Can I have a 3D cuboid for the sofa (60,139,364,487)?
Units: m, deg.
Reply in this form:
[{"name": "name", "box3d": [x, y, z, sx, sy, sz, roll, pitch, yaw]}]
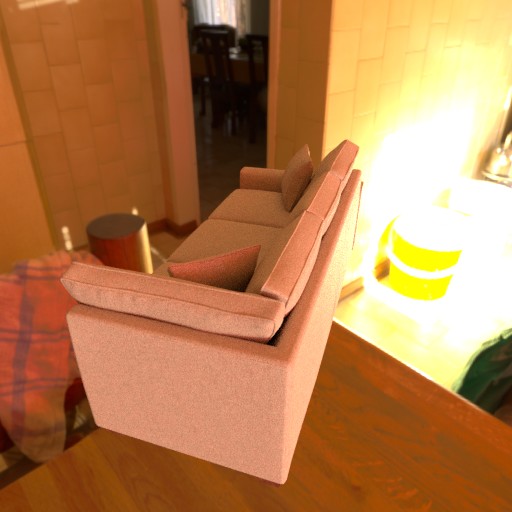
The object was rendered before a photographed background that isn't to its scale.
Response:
[{"name": "sofa", "box3d": [0.000, 0.000, 2.795, 1.061, 0.962, 2.317, 9, 32, 16]}]
